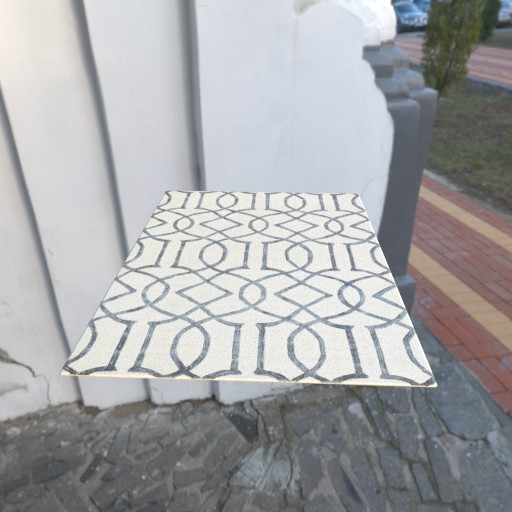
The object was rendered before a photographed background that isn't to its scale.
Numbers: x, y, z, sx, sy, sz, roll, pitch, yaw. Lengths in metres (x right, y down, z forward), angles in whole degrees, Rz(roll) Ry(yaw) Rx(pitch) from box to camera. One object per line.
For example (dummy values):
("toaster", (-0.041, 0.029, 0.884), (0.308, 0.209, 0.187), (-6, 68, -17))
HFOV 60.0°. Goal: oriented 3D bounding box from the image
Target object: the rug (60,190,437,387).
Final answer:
("rug", (0.000, 0.000, 3.837), (2.211, 0.021, 2.910), (1, 30, 2))
